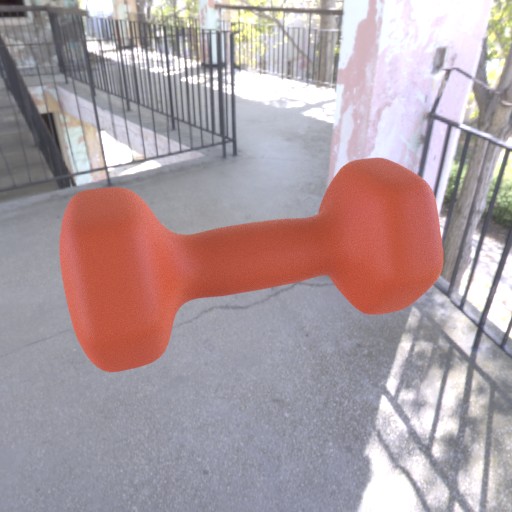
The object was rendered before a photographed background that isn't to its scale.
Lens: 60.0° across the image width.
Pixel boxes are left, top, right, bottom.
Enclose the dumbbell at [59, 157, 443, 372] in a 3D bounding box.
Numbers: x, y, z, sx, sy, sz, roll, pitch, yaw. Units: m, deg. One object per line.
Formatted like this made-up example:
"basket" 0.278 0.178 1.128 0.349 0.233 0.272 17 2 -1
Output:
"dumbbell" 0.000 0.000 0.204 0.162 0.071 0.079 -9 32 -15
